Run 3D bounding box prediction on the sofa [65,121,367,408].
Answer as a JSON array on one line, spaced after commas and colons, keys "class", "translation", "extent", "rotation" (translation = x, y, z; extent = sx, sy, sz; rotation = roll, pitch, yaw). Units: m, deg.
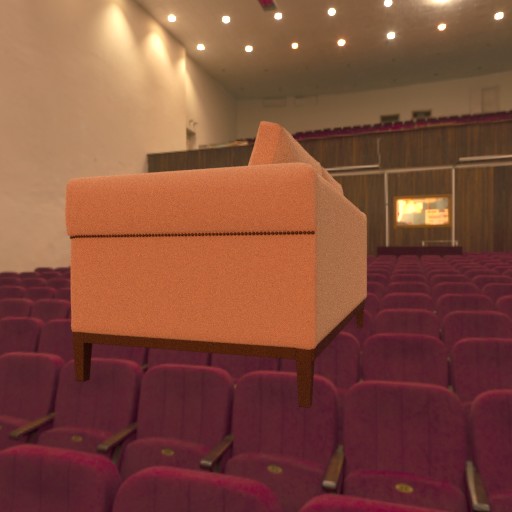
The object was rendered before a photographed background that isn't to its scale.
[{"class": "sofa", "translation": [0.000, 0.000, 2.135], "extent": [0.905, 0.873, 1.598], "rotation": [0, 0, 19]}]
